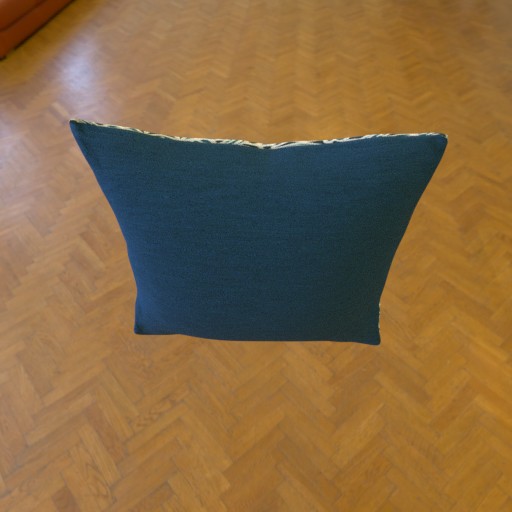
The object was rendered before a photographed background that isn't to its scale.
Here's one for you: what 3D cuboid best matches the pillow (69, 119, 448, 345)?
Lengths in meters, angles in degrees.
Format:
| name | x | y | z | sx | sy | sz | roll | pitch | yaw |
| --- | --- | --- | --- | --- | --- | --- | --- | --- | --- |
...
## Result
| name | x | y | z | sx | sy | sz | roll | pitch | yaw |
| --- | --- | --- | --- | --- | --- | --- | --- | --- | --- |
| pillow | 0.000 | 0.000 | 0.650 | 0.440 | 0.420 | 0.145 | 2 | 45 | 2 |
